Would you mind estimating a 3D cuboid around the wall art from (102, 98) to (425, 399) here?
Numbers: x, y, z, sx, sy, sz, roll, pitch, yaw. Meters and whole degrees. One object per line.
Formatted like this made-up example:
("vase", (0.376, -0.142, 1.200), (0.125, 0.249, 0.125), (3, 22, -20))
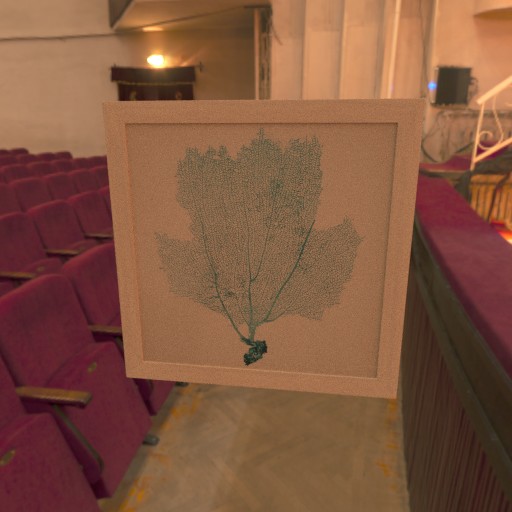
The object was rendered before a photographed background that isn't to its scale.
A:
("wall art", (0.000, 0.000, 0.879), (0.584, 0.584, 0.013), (2, 16, 8))
